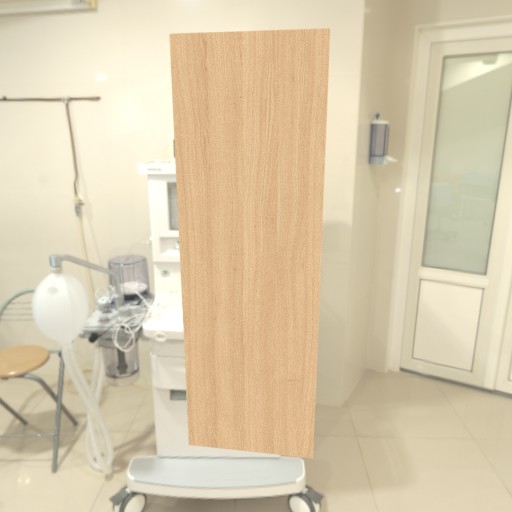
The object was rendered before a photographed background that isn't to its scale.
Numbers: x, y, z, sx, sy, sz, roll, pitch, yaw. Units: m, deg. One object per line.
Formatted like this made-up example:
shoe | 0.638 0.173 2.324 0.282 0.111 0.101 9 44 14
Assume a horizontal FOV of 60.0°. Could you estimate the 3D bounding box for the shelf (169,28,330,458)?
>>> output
shelf | 0.000 0.000 0.997 0.290 0.882 0.197 2 16 8
